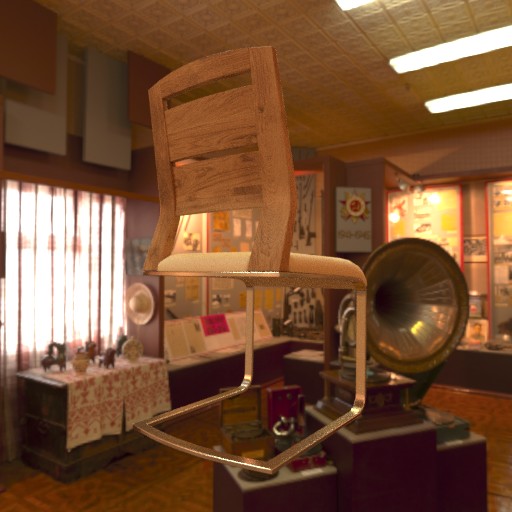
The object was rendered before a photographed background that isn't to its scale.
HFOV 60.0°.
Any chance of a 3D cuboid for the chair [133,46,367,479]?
[{"bbox_3d":[0.000,0.000,1.274,0.457,0.955,0.561,-1,-2,36],"label":"chair"}]
